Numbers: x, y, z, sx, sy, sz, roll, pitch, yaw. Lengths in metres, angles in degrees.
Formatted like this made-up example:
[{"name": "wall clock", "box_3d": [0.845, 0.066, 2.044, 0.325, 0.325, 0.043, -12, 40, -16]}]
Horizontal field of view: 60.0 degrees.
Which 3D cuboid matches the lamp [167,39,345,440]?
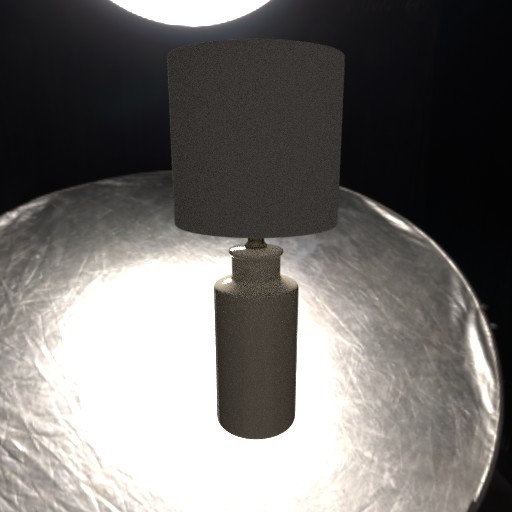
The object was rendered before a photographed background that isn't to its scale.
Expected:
[{"name": "lamp", "box_3d": [0.000, 0.000, 0.598, 0.212, 0.493, 0.212, -2, 14, -8]}]
